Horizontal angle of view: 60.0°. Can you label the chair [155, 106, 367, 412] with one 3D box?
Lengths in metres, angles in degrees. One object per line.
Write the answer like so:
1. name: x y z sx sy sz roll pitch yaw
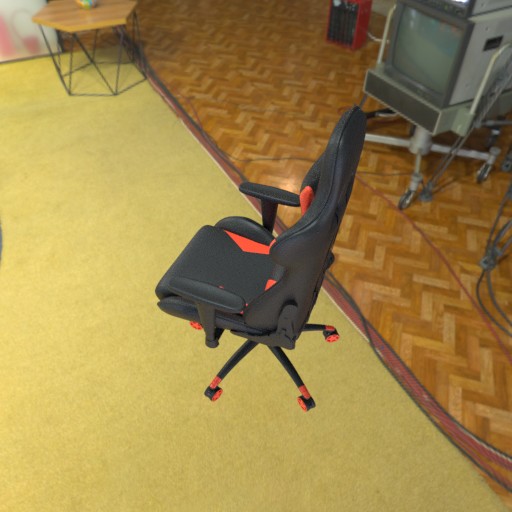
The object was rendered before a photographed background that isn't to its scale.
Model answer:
1. chair: 0.000 0.000 1.720 0.730 1.282 0.695 17 48 16
